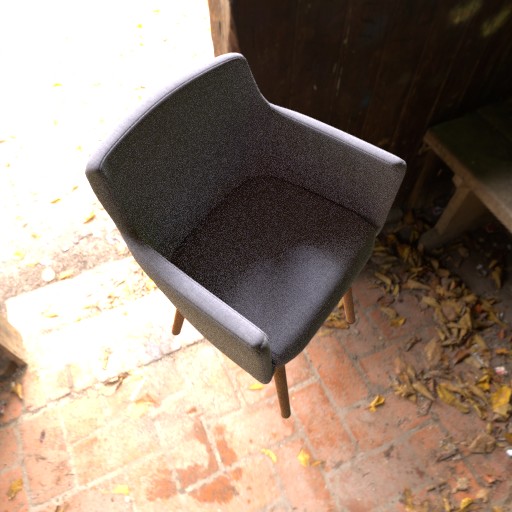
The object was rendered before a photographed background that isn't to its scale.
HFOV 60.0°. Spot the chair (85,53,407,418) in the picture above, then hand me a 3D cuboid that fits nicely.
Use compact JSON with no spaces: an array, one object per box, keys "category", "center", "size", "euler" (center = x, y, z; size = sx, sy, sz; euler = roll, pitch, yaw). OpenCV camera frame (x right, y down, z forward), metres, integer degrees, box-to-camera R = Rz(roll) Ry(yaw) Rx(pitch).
[{"category":"chair","center":[0.000,0.000,1.150],"size":[0.540,0.780,0.570],"euler":[32,63,19]}]
